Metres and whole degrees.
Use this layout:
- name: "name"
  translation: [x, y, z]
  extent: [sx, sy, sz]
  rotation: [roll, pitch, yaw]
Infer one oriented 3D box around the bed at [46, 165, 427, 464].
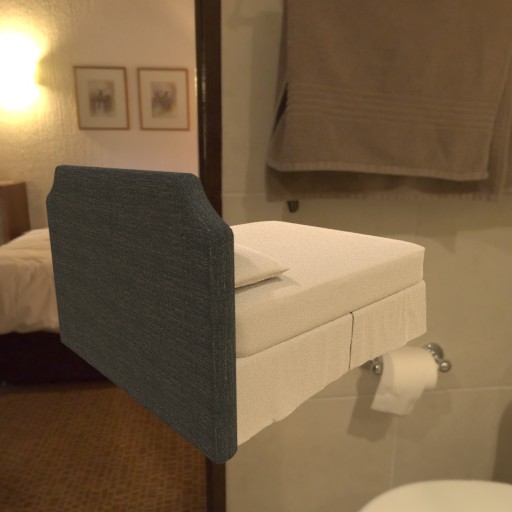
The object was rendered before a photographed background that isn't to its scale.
- name: "bed"
  translation: [0.000, 0.000, 3.176]
  extent: [2.208, 1.297, 1.828]
  rotation: [-13, 19, -42]
